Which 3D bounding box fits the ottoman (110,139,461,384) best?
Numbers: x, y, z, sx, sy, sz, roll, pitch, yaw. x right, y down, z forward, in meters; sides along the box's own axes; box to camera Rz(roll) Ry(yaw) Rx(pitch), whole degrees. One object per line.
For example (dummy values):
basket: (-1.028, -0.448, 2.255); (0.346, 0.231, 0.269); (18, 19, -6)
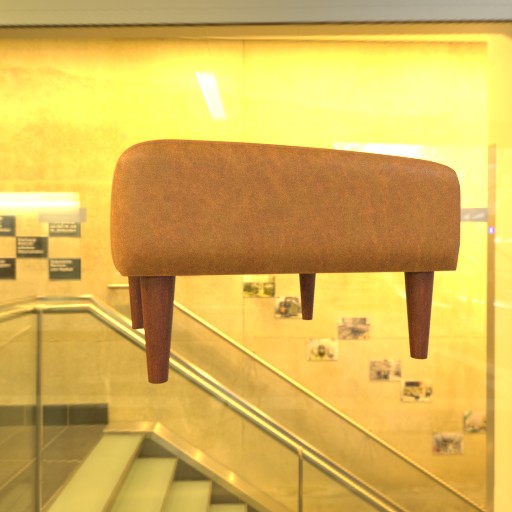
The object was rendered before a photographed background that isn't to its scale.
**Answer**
ottoman: (0.000, 0.000, 1.041); (0.650, 0.399, 0.650); (0, 1, -18)
